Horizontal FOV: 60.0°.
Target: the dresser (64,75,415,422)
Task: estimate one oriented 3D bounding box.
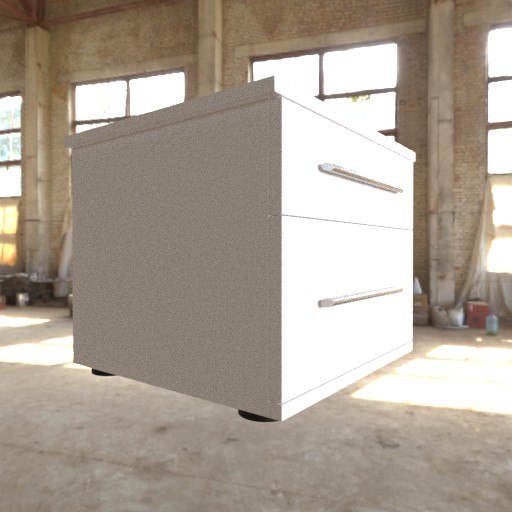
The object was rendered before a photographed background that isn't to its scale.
[{"bbox_3d":[0.000,0.000,0.718,0.400,0.360,0.430,0,1,37],"label":"dresser"}]
